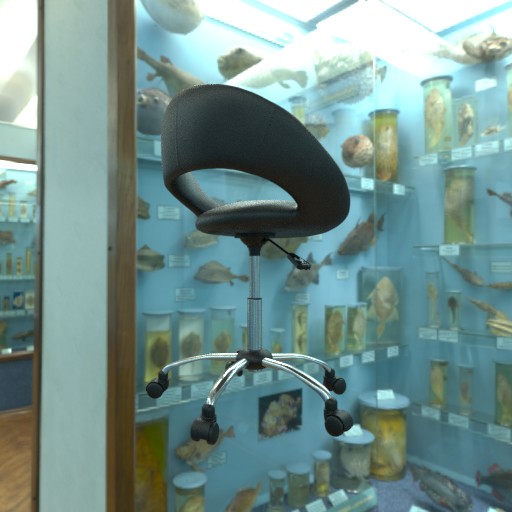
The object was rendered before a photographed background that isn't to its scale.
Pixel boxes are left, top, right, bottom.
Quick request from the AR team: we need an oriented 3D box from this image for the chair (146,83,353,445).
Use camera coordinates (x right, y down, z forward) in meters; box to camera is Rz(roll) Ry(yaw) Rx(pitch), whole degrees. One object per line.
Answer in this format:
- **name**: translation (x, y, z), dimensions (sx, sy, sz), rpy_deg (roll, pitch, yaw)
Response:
- **chair**: translation (0.000, 0.000, 1.194), dimensions (0.538, 0.791, 0.612), rpy_deg (1, -1, -37)
